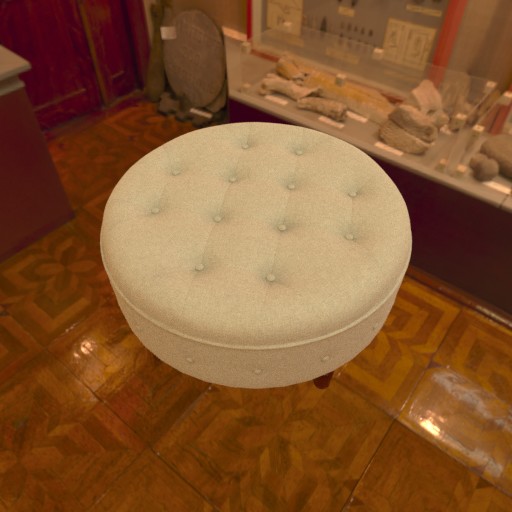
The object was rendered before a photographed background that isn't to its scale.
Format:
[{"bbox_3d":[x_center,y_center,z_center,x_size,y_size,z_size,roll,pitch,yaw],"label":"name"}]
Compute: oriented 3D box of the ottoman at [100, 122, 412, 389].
[{"bbox_3d":[0.000,0.000,1.359,0.849,0.478,0.849,0,47,0],"label":"ottoman"}]
